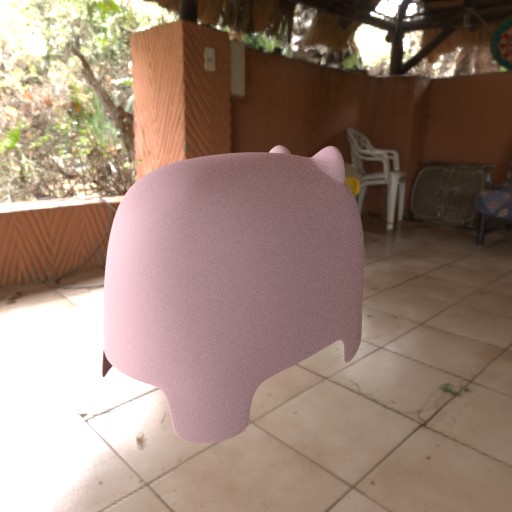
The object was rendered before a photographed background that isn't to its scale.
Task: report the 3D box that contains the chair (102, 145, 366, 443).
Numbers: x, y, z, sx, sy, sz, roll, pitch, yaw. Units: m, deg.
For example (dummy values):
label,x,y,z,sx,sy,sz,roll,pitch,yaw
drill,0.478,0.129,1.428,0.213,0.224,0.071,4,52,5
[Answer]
label,x,y,z,sx,sy,sz,roll,pitch,yaw
chair,0.000,0.000,0.882,0.619,0.423,0.364,-14,20,-43
